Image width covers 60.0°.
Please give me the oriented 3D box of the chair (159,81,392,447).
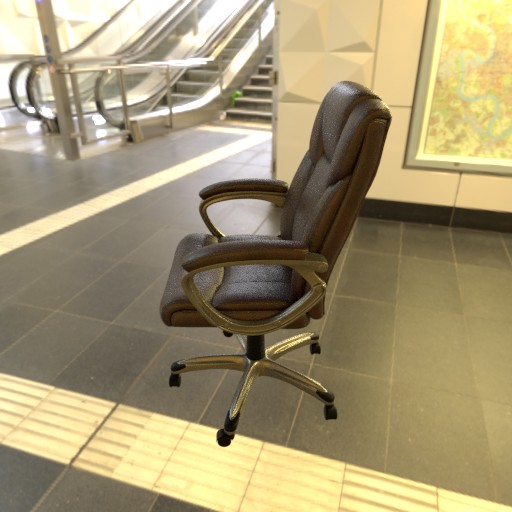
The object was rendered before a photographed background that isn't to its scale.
[{"bbox_3d":[0.000,0.000,1.549,0.692,1.128,0.656,-1,27,-2],"label":"chair"}]
